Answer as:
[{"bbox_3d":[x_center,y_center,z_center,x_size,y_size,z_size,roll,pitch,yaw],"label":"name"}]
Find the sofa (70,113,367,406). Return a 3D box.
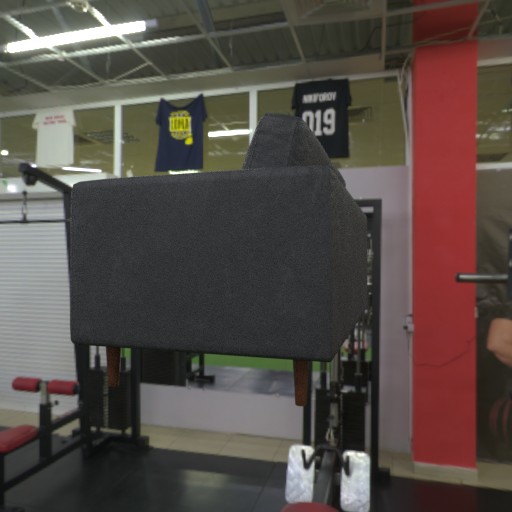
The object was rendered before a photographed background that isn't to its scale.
[{"bbox_3d":[0.000,0.000,1.990,0.879,0.899,1.430,0,-1,18],"label":"sofa"}]
